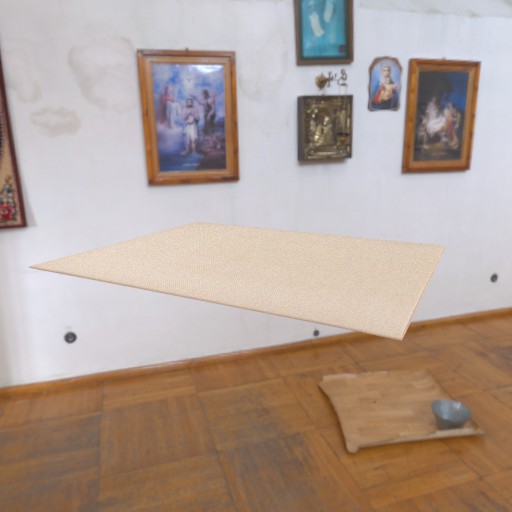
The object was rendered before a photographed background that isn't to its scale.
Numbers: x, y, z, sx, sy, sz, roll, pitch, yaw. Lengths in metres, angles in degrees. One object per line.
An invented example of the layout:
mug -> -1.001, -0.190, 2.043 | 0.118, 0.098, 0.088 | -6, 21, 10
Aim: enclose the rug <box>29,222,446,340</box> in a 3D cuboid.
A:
rug -> 0.000, 0.000, 4.087 | 3.039, 0.018, 2.462 | 7, 16, 27
